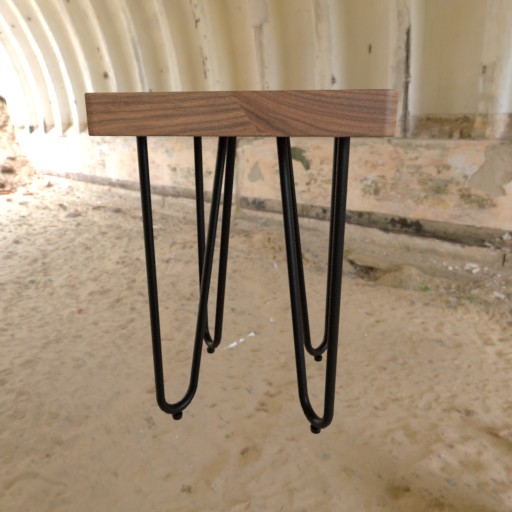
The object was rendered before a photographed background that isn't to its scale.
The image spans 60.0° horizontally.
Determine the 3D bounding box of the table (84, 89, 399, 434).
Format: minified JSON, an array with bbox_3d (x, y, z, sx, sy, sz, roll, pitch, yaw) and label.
[{"bbox_3d":[0.000,0.000,0.964,0.479,0.641,0.480,2,16,8],"label":"table"}]
